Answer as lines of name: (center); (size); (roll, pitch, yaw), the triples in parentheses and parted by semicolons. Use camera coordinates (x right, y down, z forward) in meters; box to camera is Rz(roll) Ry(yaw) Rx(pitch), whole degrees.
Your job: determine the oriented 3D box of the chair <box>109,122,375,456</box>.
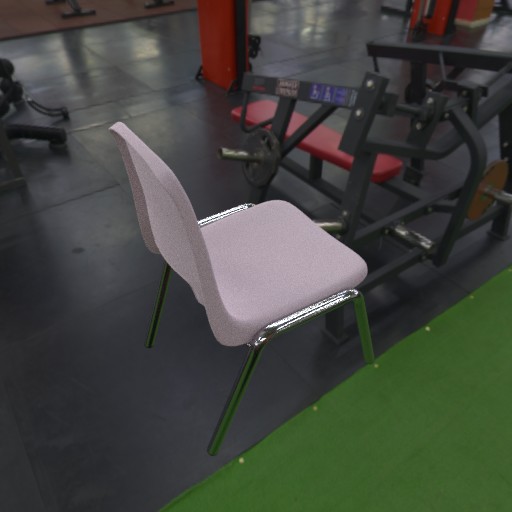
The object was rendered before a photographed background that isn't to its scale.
chair: (0.000, 0.000, 0.848); (0.423, 0.586, 0.354); (-23, 45, -25)
